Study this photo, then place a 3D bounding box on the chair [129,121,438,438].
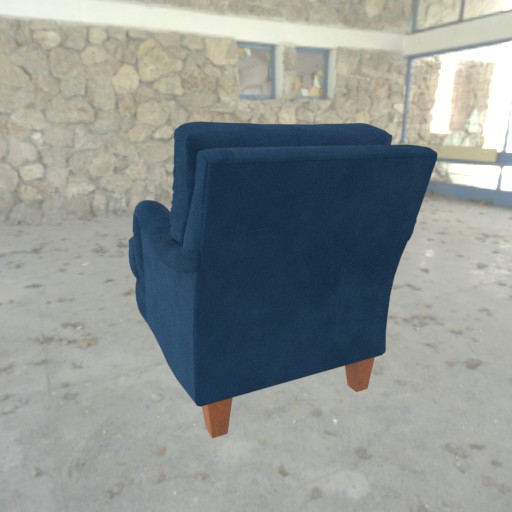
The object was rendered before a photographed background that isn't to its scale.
[{"bbox_3d":[0.000,0.000,1.877,0.895,1.076,1.078,-8,18,-26],"label":"chair"}]
